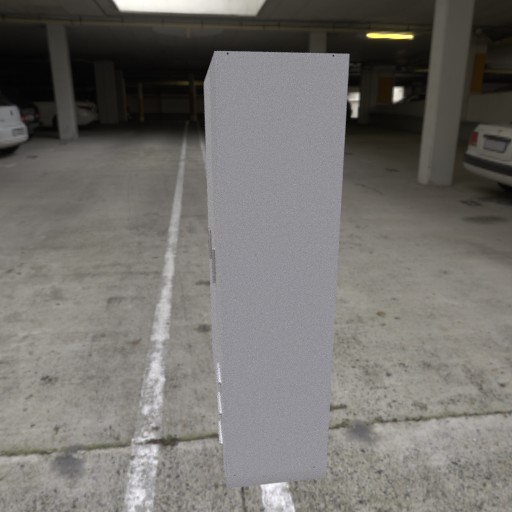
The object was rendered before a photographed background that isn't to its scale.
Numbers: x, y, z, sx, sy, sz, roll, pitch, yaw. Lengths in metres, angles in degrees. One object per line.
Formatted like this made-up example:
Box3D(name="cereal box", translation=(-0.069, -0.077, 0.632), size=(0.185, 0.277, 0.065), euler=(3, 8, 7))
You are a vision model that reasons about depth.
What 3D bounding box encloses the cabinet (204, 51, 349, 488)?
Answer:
Box3D(name="cabinet", translation=(0.000, 0.000, 2.480), size=(0.510, 1.910, 1.290), euler=(-2, 17, -8))
